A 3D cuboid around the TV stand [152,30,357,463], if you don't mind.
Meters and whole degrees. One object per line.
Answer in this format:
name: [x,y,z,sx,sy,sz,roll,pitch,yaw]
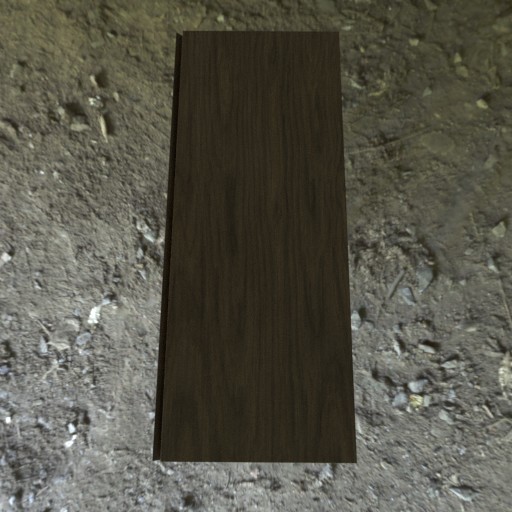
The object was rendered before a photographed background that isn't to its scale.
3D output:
TV stand: [0.000,0.000,1.305,0.405,0.660,0.990,0,77,0]
